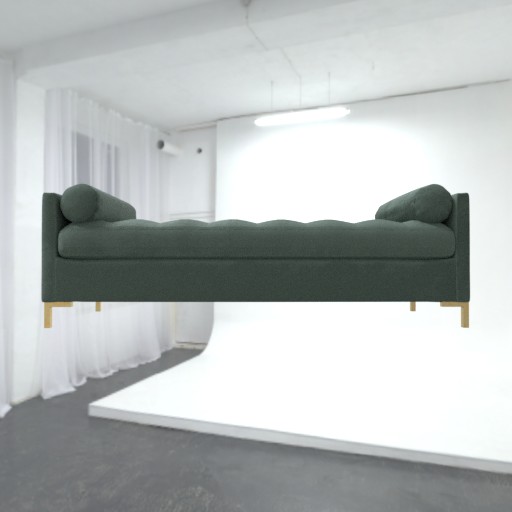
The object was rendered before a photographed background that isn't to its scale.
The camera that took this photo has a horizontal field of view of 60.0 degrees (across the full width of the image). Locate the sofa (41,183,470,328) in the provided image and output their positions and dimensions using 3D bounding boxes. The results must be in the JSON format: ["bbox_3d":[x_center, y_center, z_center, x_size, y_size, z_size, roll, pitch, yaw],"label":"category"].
[{"bbox_3d":[0.000,0.000,2.514,2.102,0.705,0.796,0,-1,0],"label":"sofa"}]
